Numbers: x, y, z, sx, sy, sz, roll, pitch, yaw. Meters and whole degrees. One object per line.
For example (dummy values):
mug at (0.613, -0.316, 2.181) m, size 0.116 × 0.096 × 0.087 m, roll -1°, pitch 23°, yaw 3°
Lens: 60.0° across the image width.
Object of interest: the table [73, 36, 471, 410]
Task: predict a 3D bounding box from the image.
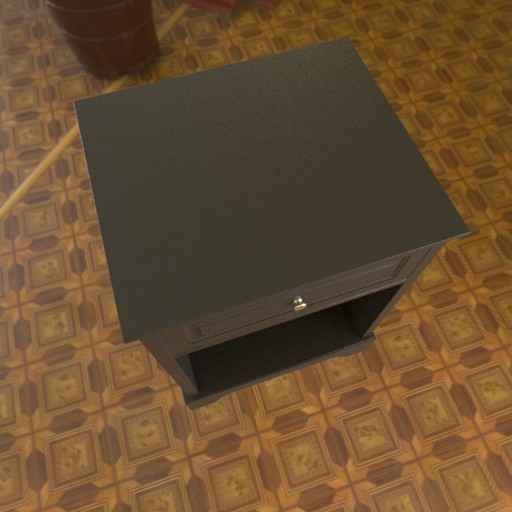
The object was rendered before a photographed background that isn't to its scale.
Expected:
table at (0.000, 0.000, 0.903) m, size 0.460 × 0.610 × 0.399 m, roll -17°, pitch 65°, yaw -8°
